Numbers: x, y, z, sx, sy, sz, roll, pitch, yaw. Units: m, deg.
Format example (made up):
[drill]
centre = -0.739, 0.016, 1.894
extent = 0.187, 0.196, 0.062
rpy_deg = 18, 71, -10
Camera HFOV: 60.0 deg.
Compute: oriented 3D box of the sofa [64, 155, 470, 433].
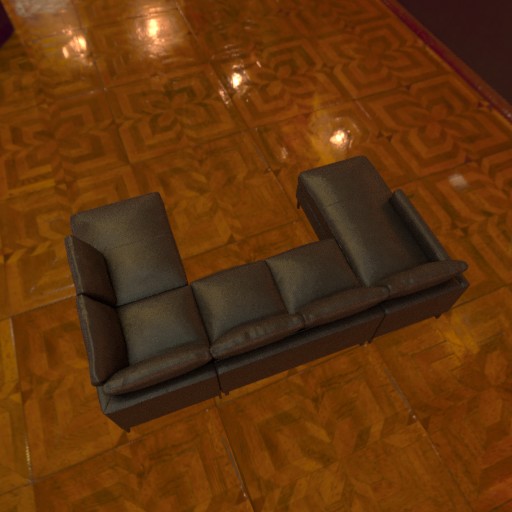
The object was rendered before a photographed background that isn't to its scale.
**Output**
[sofa]
centre = 0.000, 0.000, 3.896
extent = 2.956, 0.900, 1.939
rpy_deg = -17, 59, -11
